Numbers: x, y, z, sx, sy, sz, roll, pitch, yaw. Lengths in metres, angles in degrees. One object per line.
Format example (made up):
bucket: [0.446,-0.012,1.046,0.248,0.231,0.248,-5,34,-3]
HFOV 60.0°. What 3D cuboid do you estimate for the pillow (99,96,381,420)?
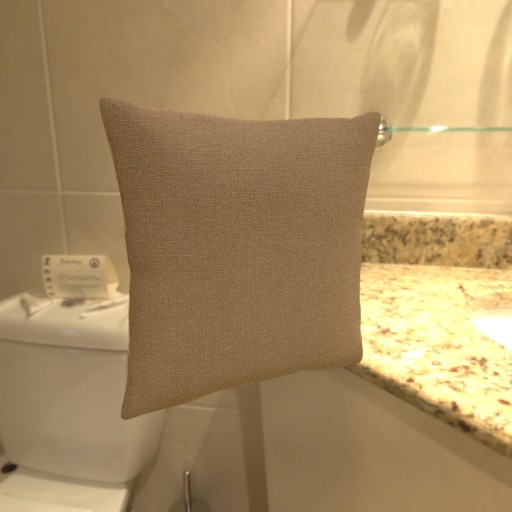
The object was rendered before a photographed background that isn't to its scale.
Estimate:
pillow: [0.000,0.000,0.671,0.429,0.436,0.159,-7,15,-26]
